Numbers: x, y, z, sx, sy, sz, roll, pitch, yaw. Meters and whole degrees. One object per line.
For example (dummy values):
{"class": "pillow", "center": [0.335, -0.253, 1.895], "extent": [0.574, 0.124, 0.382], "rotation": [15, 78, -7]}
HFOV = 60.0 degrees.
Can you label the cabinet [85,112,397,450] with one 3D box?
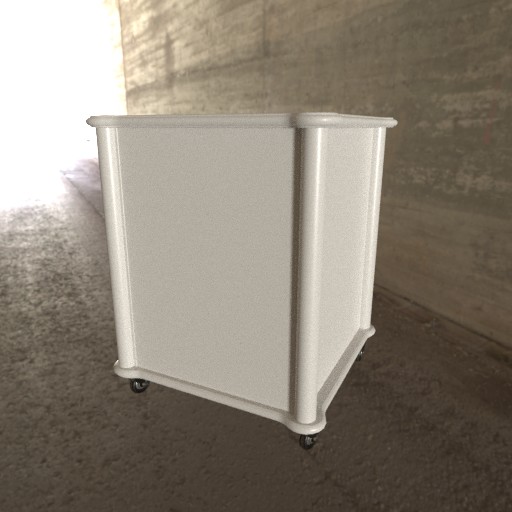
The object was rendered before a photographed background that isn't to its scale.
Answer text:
{"class": "cabinet", "center": [0.000, 0.000, 1.268], "extent": [0.628, 0.761, 0.627], "rotation": [8, 18, 26]}
